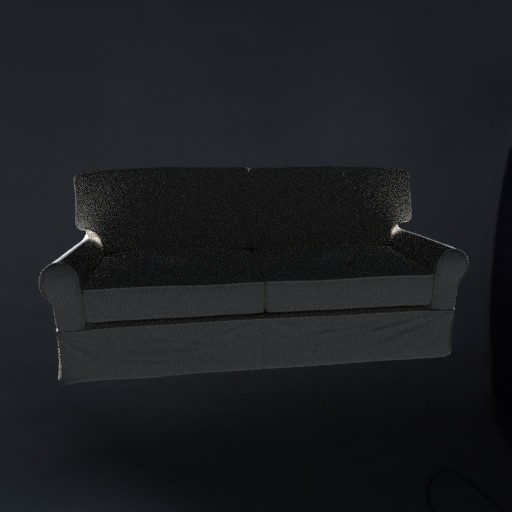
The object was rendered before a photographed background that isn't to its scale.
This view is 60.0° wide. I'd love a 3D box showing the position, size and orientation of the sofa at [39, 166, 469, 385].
[{"bbox_3d":[0.000,0.000,2.443,2.021,0.937,0.862,-2,16,-7],"label":"sofa"}]
